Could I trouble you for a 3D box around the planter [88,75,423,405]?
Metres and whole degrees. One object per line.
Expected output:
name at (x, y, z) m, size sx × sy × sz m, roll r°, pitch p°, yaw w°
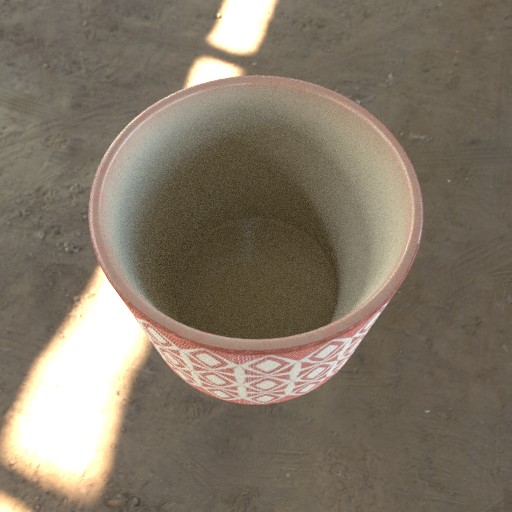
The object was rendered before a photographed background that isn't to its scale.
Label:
planter at (0.000, 0.000, 0.469) m, size 0.273 × 0.237 × 0.273 m, roll 0°, pitch 62°, yaw 0°
